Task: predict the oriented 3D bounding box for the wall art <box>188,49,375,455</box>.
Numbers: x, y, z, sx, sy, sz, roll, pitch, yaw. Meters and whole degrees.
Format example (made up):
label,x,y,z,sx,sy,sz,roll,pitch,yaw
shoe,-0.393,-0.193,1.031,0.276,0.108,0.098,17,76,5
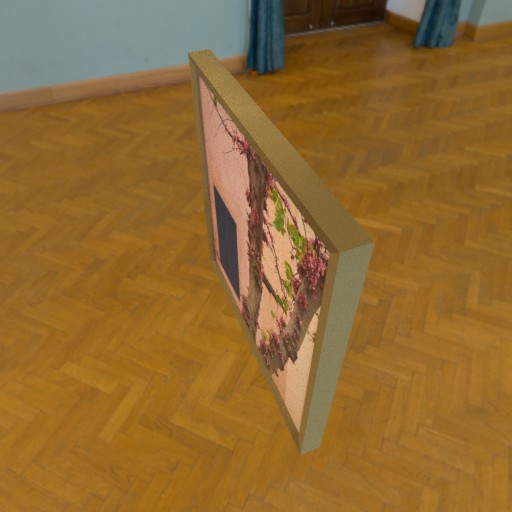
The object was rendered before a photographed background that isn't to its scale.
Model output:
label,x,y,z,sx,sy,sz,roll,pitch,yaw
wall art,0.000,0.000,0.765,0.038,0.508,0.507,-16,48,-15
